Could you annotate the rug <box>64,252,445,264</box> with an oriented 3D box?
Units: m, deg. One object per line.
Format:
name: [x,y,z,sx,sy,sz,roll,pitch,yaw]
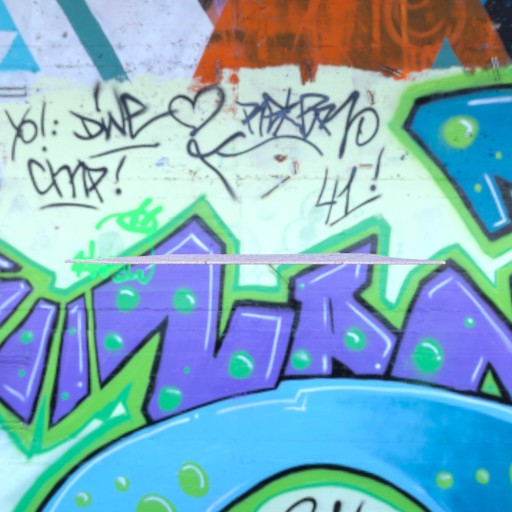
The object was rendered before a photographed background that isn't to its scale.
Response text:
rug: [0.000,0.000,2.319,1.230,0.025,1.837,0,1,0]
